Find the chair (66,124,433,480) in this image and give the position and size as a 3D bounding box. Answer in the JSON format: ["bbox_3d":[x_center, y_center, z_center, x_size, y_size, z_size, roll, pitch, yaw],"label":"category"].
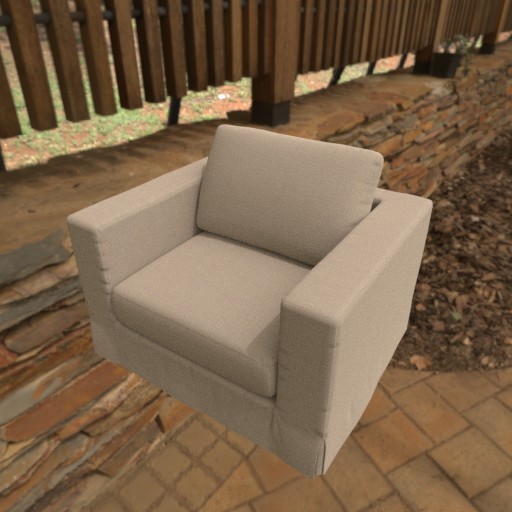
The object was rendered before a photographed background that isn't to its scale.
[{"bbox_3d":[0.000,0.000,1.824,1.150,0.878,0.957,19,36,28],"label":"chair"}]
